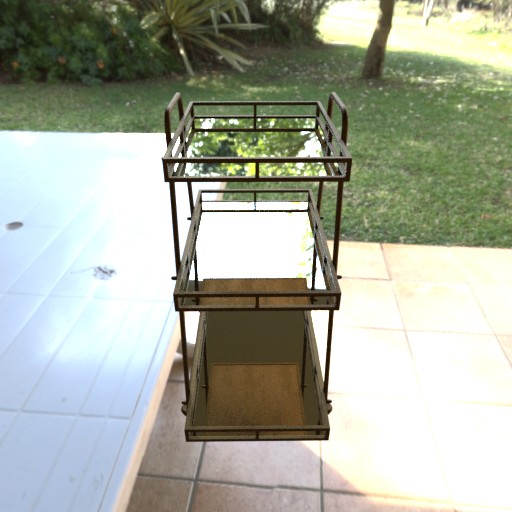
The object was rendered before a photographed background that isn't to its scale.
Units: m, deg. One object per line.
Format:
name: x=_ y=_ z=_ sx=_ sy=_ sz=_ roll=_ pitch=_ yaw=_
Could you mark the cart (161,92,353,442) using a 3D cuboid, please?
cart: x=0.000 y=0.000 z=1.291 sx=0.441 sy=0.883 sz=0.711 roll=0 pitch=32 yaw=-1
